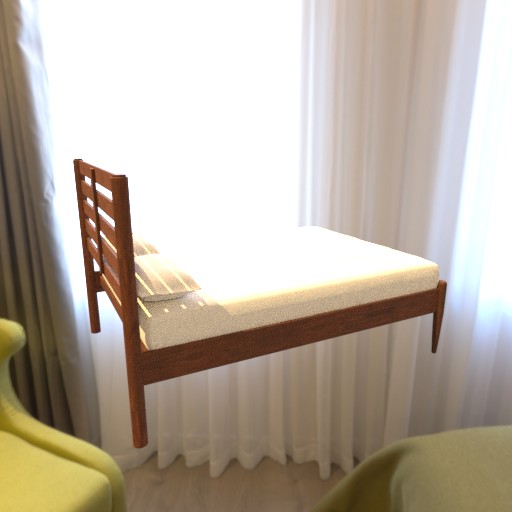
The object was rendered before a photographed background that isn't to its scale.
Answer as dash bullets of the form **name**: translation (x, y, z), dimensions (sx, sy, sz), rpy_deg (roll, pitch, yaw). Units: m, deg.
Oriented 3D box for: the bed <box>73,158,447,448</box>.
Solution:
- **bed**: translation (0.000, 0.000, 3.065), dimensions (2.093, 1.304, 1.509), rpy_deg (-8, 17, -26)
